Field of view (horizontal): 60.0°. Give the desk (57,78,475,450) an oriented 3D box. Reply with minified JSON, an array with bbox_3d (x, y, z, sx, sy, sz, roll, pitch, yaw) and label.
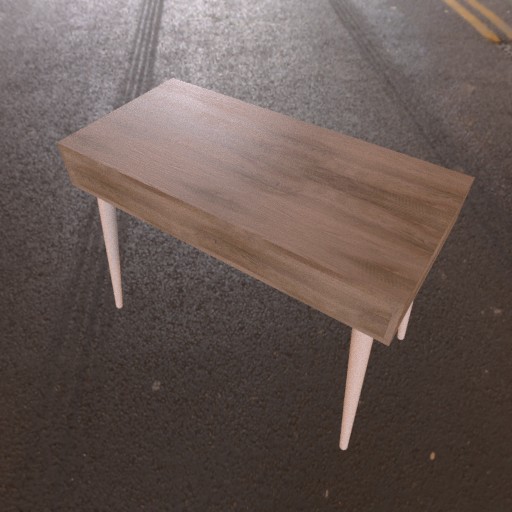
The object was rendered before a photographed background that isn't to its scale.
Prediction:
[{"bbox_3d":[0.000,0.000,1.403,0.979,0.723,0.491,26,52,23],"label":"desk"}]
